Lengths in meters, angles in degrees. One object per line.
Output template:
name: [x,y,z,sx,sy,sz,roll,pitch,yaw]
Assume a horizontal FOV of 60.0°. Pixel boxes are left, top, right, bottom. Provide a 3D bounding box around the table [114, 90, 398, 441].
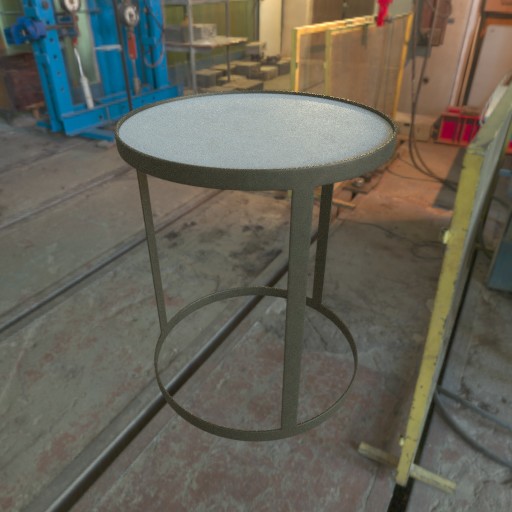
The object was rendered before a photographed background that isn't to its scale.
table: [0.000,0.000,0.928,0.480,0.565,0.480,0,32,0]
